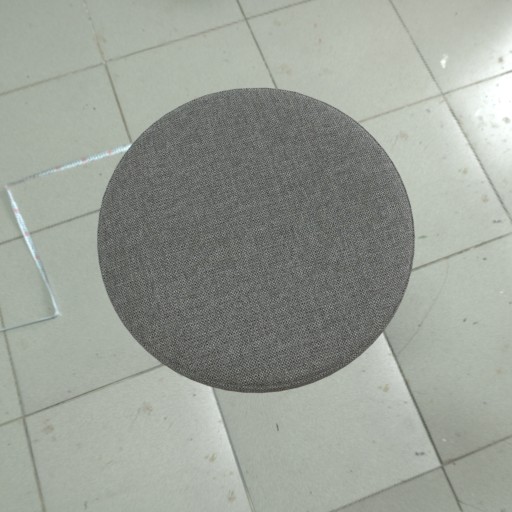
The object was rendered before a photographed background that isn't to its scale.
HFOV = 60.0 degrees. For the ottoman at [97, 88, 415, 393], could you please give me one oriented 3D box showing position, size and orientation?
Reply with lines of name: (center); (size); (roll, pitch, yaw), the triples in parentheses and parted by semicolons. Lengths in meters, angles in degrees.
ottoman: (0.000, 0.000, 0.898); (0.520, 0.430, 0.520); (0, 75, 0)
